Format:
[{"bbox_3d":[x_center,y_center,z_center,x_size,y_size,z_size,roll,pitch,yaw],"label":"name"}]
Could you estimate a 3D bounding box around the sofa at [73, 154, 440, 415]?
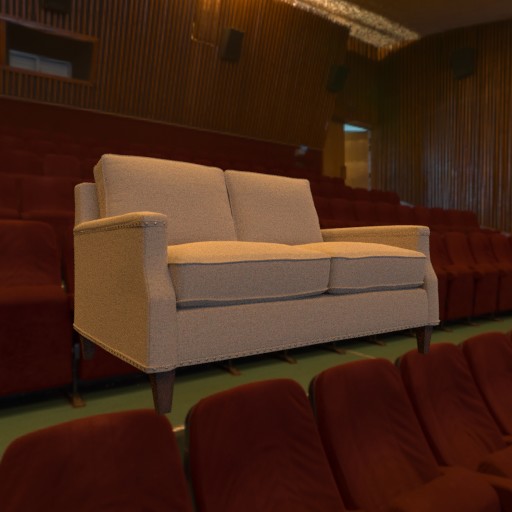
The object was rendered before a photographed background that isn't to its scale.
[{"bbox_3d":[0.000,0.000,2.248,1.597,1.003,1.084,-1,1,-36],"label":"sofa"}]
